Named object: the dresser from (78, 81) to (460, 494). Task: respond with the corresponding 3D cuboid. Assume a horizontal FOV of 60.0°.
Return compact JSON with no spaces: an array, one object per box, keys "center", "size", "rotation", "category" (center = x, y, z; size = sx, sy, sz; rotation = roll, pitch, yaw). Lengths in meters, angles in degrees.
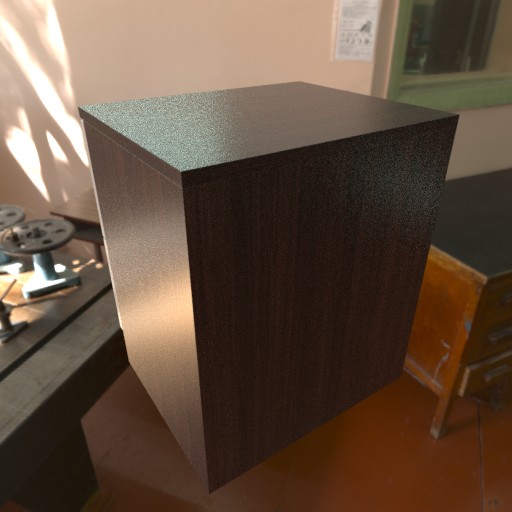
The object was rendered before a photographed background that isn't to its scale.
[{"center":[0.000,0.000,0.729],"size":[0.400,0.470,0.360],"rotation":[-19,35,-29],"category":"dresser"}]
